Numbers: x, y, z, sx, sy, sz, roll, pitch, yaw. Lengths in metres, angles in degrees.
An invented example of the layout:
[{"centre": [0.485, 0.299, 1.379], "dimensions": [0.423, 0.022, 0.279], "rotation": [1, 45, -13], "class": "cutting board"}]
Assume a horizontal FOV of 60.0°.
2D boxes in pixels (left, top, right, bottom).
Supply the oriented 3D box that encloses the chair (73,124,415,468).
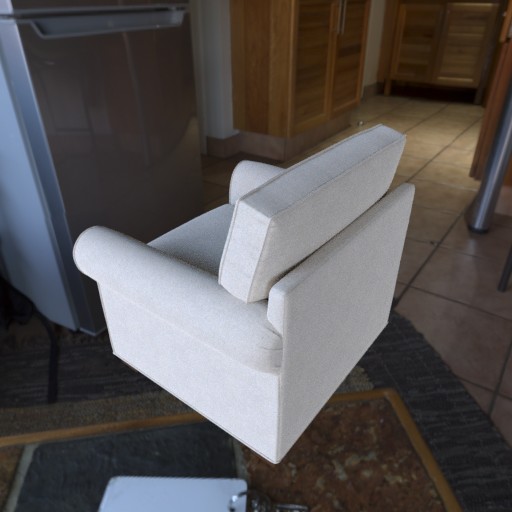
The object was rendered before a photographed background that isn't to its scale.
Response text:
[{"centre": [0.000, 0.000, 1.735], "dimensions": [0.863, 0.955, 1.040], "rotation": [22, 38, 31], "class": "chair"}]
